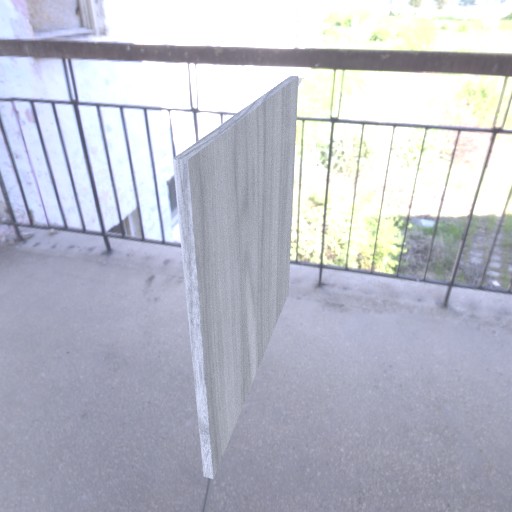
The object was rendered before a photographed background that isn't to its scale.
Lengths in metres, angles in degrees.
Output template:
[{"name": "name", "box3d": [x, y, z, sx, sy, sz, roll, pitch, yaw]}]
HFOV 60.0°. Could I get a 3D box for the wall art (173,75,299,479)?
[{"name": "wall art", "box3d": [0.000, 0.000, 0.762, 0.016, 0.507, 0.508, 9, 32, 14]}]
